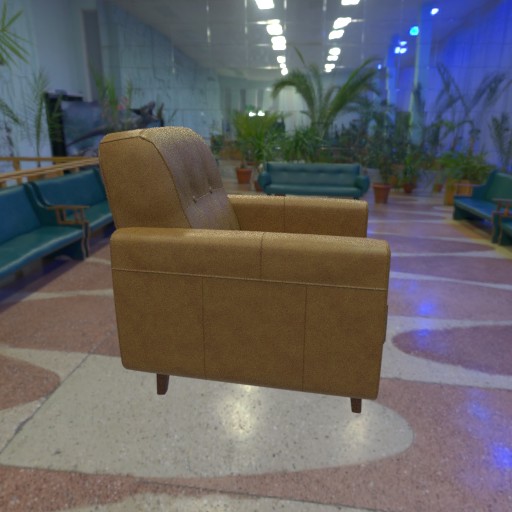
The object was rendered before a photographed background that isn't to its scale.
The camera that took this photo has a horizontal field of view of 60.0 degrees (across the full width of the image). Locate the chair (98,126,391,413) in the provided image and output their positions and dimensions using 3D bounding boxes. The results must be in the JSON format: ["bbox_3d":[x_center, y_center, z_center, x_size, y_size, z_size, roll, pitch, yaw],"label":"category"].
[{"bbox_3d":[0.000,0.000,1.728,0.942,0.968,0.845,3,17,8],"label":"chair"}]
